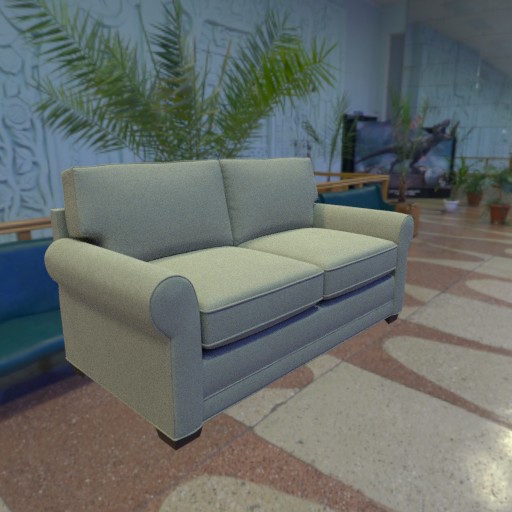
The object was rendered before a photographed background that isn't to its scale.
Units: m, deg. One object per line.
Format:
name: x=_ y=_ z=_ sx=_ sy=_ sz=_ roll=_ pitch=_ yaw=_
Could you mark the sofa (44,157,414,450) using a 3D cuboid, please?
sofa: x=0.000 y=0.000 z=2.206 sx=0.861 sy=0.933 sz=1.774 roll=13 pitch=19 yaw=42
